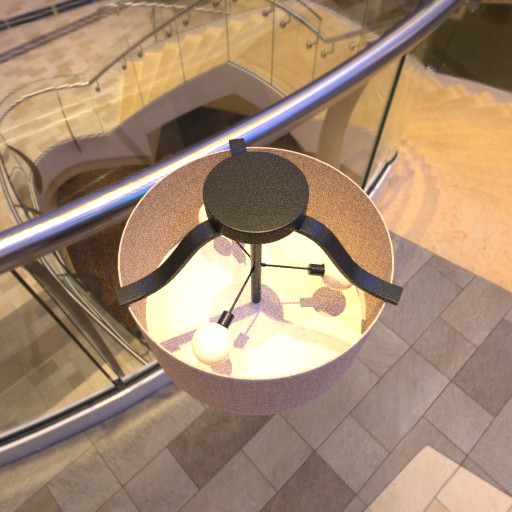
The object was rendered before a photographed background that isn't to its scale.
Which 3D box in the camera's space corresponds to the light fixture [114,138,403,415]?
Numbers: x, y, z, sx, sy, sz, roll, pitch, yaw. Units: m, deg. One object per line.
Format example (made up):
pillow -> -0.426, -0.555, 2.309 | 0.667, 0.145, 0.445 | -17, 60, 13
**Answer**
light fixture -> 0.000, 0.000, 0.653 | 0.390, 0.306, 0.390 | 0, 58, 0
